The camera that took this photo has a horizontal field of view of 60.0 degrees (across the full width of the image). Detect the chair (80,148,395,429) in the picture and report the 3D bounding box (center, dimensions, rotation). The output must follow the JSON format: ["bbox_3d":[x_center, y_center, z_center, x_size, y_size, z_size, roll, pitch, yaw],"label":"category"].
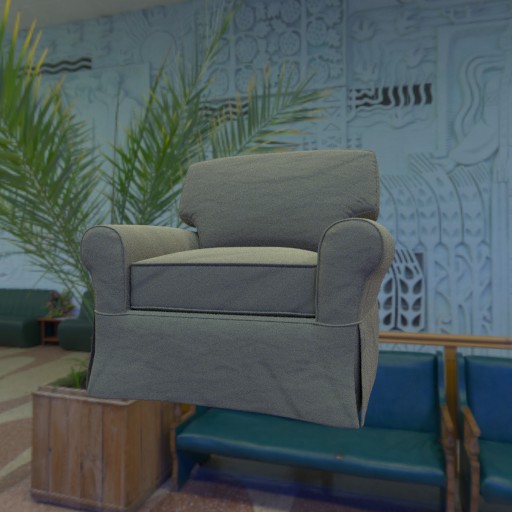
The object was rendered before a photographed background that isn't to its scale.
[{"bbox_3d":[0.000,0.000,1.899,1.135,1.017,0.988,0,0,19],"label":"chair"}]
